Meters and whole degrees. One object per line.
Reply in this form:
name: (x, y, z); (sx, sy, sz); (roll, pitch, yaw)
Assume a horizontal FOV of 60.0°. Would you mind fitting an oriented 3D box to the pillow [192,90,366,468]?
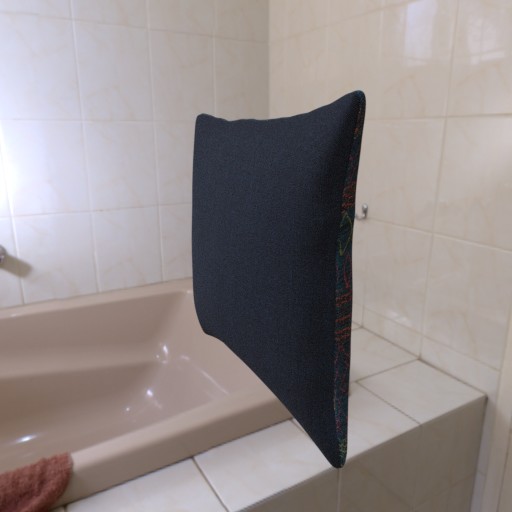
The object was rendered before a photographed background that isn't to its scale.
pillow: (0.000, 0.000, 0.658); (0.141, 0.431, 0.431); (-8, 17, -27)
